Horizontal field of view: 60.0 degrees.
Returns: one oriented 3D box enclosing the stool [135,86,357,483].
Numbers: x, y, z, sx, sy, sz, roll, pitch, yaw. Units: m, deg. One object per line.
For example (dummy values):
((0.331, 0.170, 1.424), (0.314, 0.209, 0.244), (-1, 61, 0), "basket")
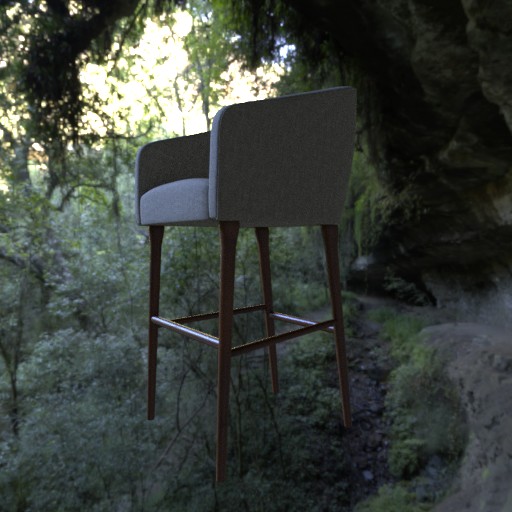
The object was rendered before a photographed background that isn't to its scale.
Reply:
((0.000, 0.000, 1.403), (0.607, 1.078, 0.559), (-1, 3, -35), "stool")
